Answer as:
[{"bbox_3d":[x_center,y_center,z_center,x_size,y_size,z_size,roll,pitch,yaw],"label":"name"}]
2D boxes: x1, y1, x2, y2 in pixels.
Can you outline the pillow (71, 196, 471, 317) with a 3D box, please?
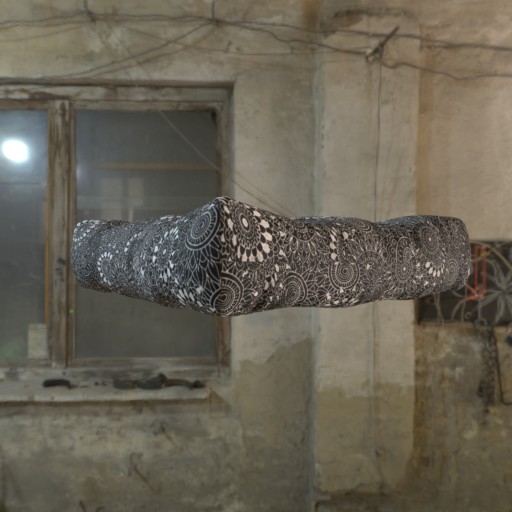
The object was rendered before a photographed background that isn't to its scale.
[{"bbox_3d":[0.000,0.000,0.717,0.468,0.128,0.490,-1,2,-37],"label":"pillow"}]
